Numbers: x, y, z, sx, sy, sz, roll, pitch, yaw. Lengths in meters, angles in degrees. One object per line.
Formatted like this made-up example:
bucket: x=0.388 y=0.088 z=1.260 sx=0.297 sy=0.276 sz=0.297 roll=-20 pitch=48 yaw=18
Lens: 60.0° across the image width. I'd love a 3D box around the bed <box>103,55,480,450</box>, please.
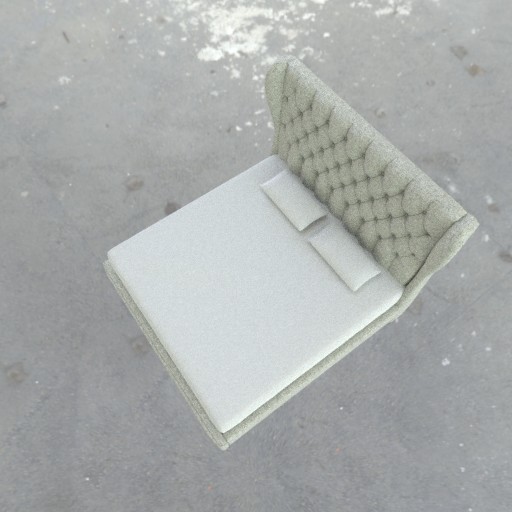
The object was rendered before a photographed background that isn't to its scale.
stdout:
bed: x=0.000 y=0.000 z=3.932 sx=2.347 sy=1.771 sz=2.219 roll=-33 pitch=68 yaw=-15
